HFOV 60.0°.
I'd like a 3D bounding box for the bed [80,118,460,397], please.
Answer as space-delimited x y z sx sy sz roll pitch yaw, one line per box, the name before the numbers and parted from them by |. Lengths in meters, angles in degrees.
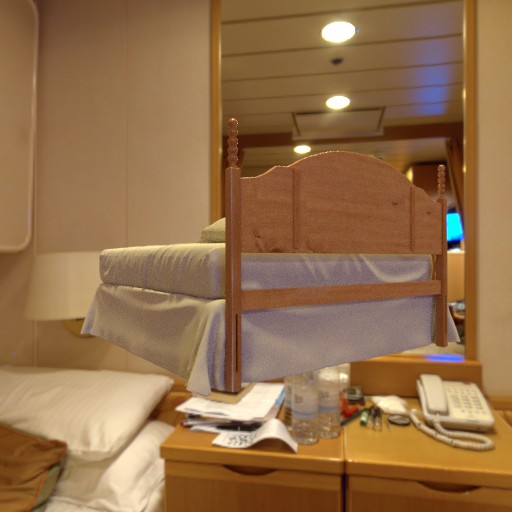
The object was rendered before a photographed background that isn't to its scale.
bed | 0.000 0.000 3.617 2.322 1.355 2.219 0 0 -36
